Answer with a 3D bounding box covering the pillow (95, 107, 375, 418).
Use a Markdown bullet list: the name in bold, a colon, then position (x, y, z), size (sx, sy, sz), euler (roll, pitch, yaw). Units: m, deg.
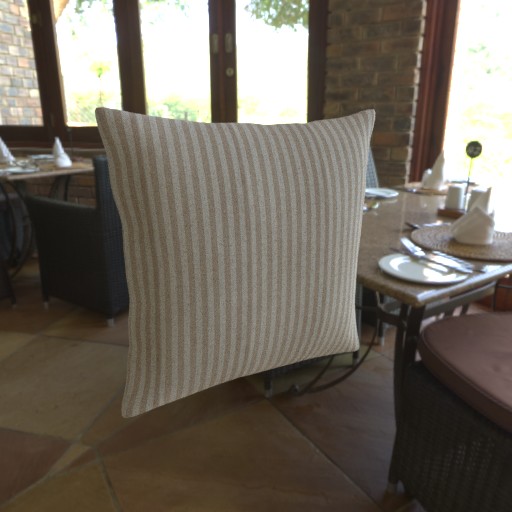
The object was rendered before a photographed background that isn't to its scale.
- **pillow**: position (0.000, 0.000, 0.805), size (0.523, 0.510, 0.166), euler (-9, 19, -27)
